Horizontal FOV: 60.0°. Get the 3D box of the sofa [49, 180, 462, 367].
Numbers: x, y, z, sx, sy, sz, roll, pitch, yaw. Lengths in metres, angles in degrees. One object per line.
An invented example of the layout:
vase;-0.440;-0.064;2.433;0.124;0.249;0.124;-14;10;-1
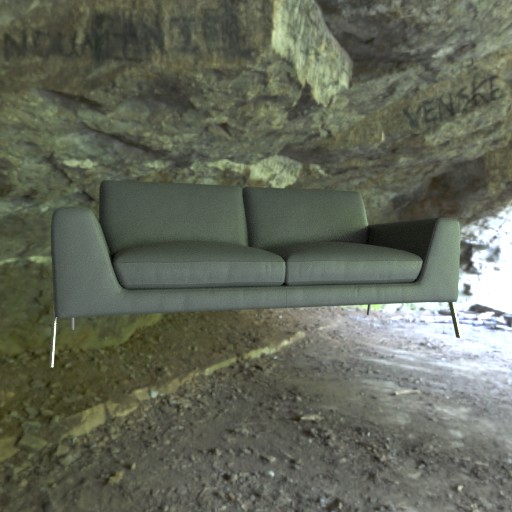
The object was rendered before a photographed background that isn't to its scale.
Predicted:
sofa;0.000;0.000;2.498;2.017;0.875;0.953;0;1;-17
